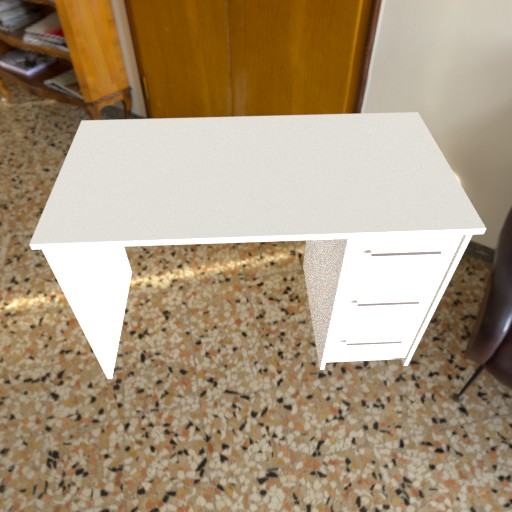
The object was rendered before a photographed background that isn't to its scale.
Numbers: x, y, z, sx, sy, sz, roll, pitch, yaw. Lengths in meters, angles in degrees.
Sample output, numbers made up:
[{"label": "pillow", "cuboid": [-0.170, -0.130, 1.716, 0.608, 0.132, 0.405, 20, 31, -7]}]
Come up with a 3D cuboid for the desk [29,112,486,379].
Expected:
[{"label": "desk", "cuboid": [0.000, 0.000, 1.521, 1.097, 0.735, 0.560, -2, 47, -2]}]
